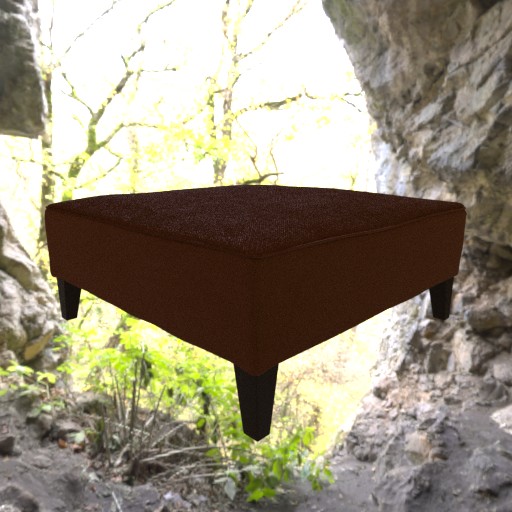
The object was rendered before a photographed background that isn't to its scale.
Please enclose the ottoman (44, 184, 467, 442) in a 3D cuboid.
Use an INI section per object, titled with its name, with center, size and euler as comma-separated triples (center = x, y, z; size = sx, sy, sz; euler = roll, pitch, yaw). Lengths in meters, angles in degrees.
[ottoman]
center = 0.000, 0.000, 1.483
size = 0.997, 0.438, 0.999
euler = 13, 19, 43
